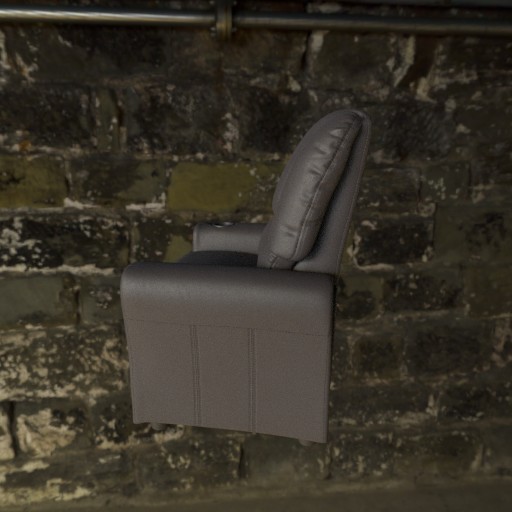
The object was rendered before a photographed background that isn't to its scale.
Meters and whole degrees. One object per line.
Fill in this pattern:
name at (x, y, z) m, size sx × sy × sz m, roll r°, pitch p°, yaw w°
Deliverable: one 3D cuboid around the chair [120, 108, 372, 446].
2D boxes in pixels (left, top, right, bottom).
chair at (0.000, 0.000, 1.145) m, size 0.521 × 0.709 × 0.610 m, roll 2°, pitch 15°, yaw 9°
